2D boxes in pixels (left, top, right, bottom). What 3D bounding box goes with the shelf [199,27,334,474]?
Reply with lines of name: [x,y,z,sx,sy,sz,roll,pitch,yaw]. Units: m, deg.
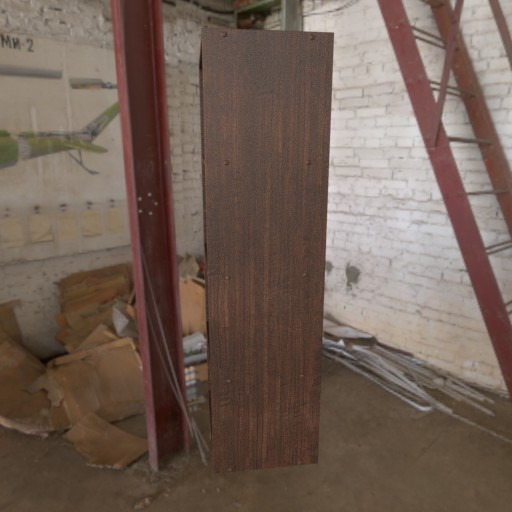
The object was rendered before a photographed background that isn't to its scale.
shelf: [0.000,0.000,1.281,0.290,1.099,0.415,-2,14,-8]
